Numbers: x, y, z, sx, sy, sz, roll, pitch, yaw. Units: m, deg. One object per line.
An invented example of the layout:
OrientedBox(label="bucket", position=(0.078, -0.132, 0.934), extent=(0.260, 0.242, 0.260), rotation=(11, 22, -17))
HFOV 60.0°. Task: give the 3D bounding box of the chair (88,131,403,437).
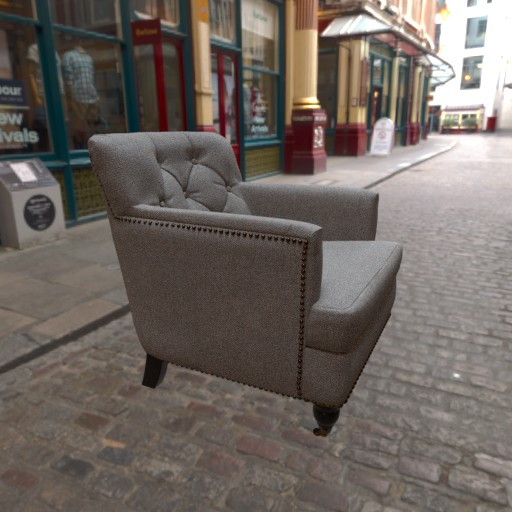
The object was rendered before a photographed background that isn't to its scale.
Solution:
OrientedBox(label="chair", position=(0.000, 0.000, 1.533), extent=(0.902, 0.823, 0.737), rotation=(8, 18, 25))
